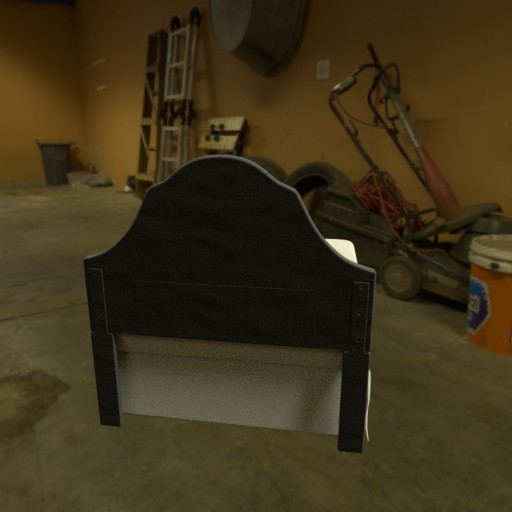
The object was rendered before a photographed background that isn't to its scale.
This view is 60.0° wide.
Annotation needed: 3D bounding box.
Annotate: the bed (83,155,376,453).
[{"bbox_3d":[0.000,0.000,3.334,1.636,1.575,2.155,2,16,9],"label":"bed"}]
